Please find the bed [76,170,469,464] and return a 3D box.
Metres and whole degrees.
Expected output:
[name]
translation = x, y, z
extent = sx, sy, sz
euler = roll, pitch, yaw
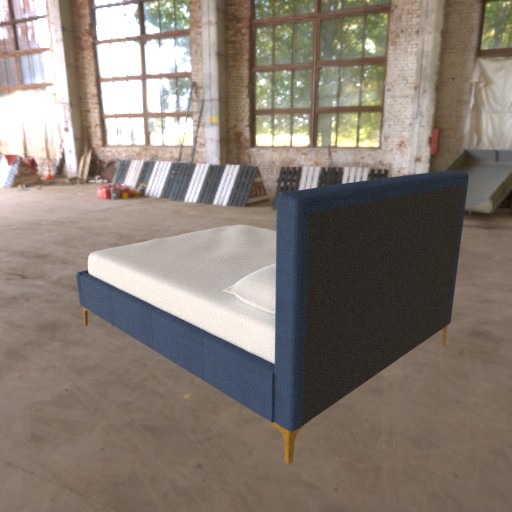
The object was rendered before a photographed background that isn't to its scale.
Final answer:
[bed]
translation = 0.000, 0.000, 3.156
extent = 1.723, 1.231, 2.172
euler = -15, 21, -43
